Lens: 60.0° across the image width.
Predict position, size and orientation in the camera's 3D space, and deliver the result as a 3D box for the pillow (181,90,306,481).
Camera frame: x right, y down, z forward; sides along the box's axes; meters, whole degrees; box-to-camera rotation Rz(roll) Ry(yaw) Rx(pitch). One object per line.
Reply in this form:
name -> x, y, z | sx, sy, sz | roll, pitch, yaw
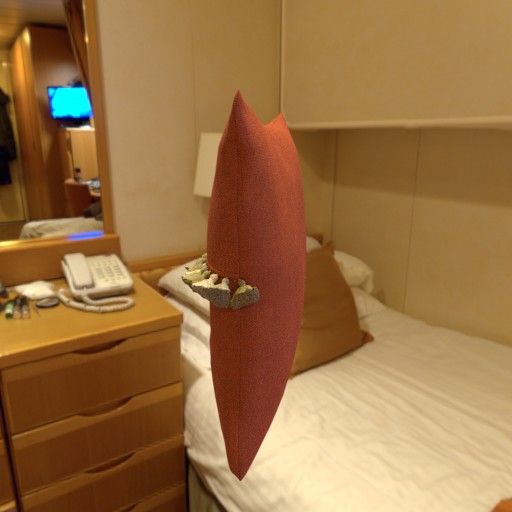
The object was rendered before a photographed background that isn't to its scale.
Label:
pillow -> 0.000, 0.000, 0.741 | 0.165, 0.482, 0.490 | 2, 15, 9
